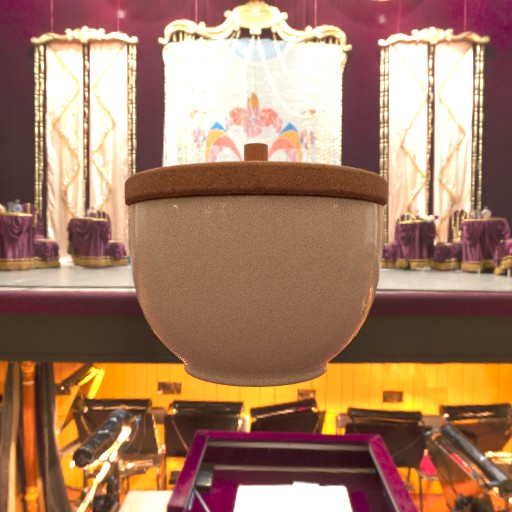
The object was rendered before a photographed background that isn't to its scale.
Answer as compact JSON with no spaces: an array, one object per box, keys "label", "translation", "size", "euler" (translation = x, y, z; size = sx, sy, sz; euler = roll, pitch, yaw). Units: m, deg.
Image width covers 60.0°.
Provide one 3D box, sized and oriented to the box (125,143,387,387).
[{"label":"box","translation":[0.000,0.000,0.189],"size":[0.107,0.094,0.107],"euler":[0,1,0]}]
